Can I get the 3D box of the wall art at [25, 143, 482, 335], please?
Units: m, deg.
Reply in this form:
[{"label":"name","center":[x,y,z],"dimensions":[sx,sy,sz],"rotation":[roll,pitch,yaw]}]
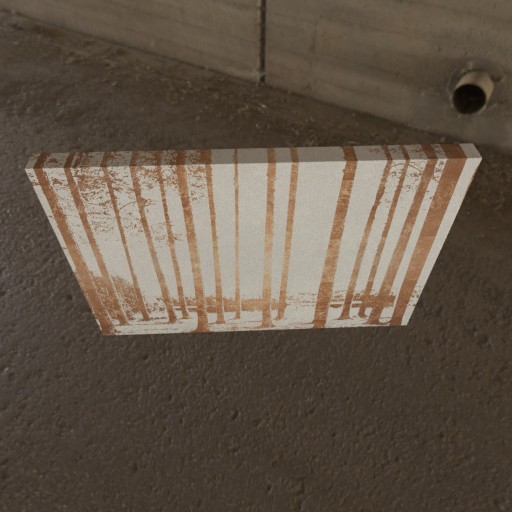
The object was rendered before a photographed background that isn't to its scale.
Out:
[{"label":"wall art","center":[0.000,0.000,0.751],"dimensions":[0.609,0.405,0.035],"rotation":[-2,48,-2]}]
